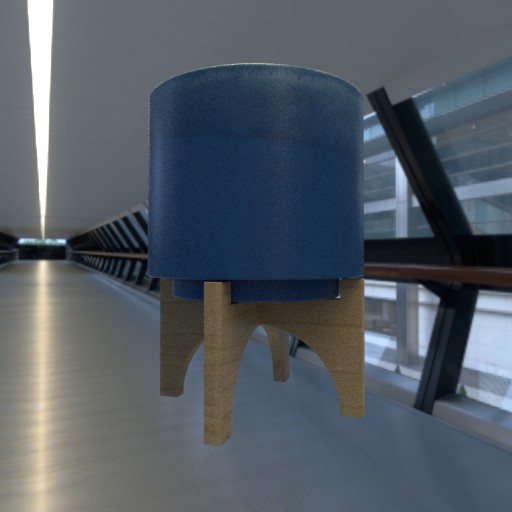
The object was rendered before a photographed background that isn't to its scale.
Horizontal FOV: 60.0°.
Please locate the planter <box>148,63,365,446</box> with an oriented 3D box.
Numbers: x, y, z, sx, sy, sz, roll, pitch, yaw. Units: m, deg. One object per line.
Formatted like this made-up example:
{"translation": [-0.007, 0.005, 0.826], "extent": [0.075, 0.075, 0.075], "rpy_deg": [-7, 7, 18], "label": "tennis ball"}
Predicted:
{"translation": [0.000, 0.000, 0.551], "extent": [0.261, 0.367, 0.261], "rpy_deg": [0, -1, 0], "label": "planter"}
